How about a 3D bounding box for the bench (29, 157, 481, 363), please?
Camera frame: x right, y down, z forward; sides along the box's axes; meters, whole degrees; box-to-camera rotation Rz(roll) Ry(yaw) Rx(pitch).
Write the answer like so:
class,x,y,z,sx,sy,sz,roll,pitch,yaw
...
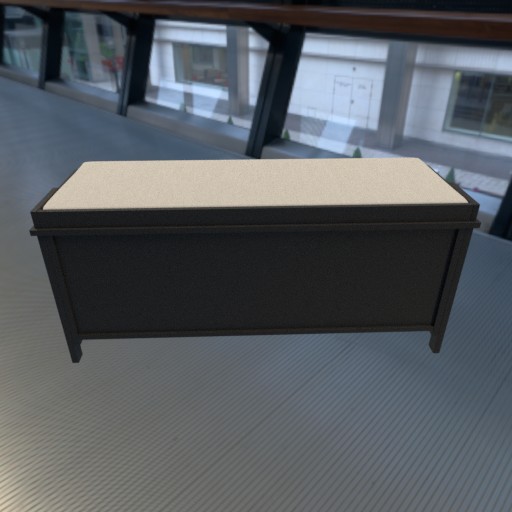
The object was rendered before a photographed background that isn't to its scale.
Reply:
class,x,y,z,sx,sy,sz,roll,pitch,yaw
bench,0.000,0.000,1.390,1.140,0.501,0.398,-1,30,-2
